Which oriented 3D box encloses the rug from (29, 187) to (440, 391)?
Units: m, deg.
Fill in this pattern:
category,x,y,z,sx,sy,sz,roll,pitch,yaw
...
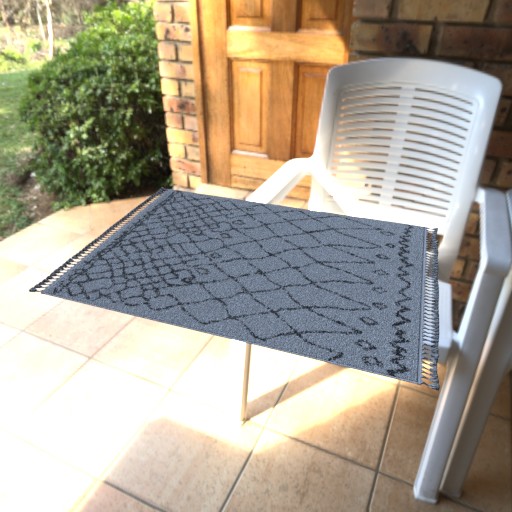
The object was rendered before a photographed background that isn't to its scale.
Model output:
category,x,y,z,sx,sy,sz,roll,pitch,yaw
rug,0.000,0.000,2.969,2.312,0.017,1.613,10,34,16
